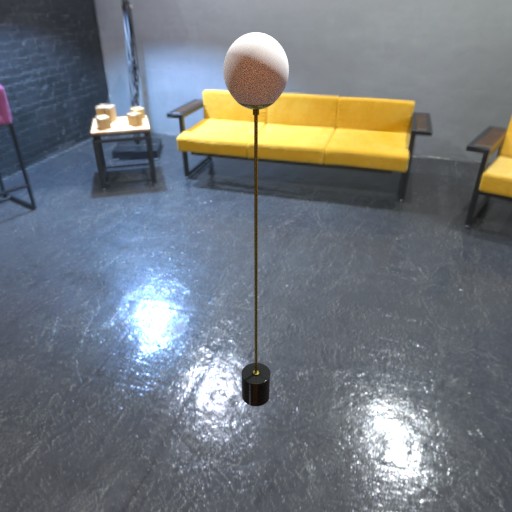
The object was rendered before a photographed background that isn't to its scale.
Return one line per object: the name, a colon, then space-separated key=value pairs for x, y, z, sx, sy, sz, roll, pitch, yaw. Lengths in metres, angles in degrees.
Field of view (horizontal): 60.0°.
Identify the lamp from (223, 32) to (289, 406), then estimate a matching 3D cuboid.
lamp: x=0.000 y=0.000 z=1.936 sx=0.229 sy=1.748 sz=0.229 roll=11 pitch=33 yaw=17
